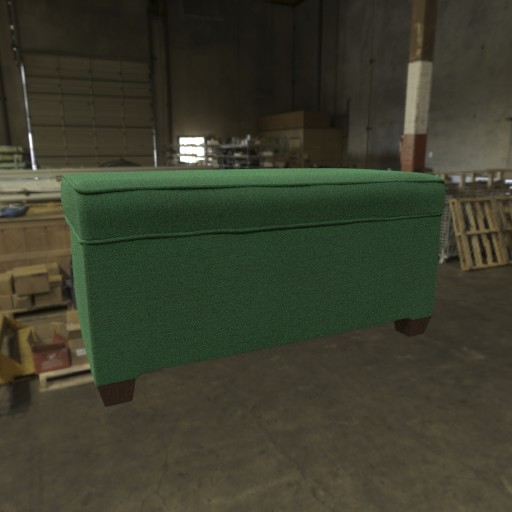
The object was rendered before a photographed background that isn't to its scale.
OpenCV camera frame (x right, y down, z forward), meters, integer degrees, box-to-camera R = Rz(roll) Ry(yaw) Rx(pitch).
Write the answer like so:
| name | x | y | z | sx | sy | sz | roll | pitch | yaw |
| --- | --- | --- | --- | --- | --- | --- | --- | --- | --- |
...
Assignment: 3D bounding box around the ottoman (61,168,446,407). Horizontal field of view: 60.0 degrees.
| name | x | y | z | sx | sy | sz | roll | pitch | yaw |
| --- | --- | --- | --- | --- | --- | --- | --- | --- | --- |
| ottoman | 0.000 | 0.000 | 1.228 | 0.957 | 0.471 | 0.483 | -6 | 15 | -25 |
